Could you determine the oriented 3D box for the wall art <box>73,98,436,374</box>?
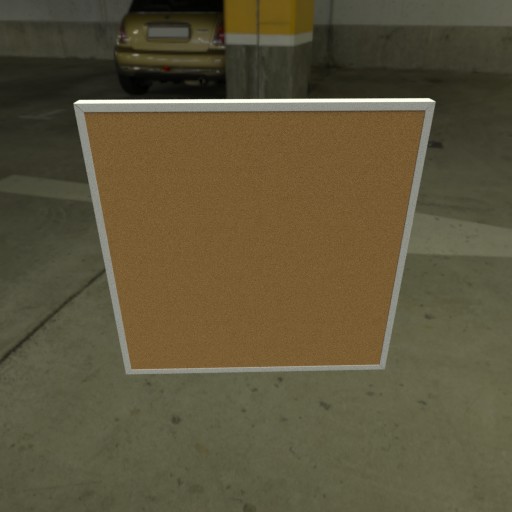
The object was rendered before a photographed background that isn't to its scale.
[{"bbox_3d":[0.000,0.000,1.135,0.762,0.762,0.038,-1,29,-1],"label":"wall art"}]
